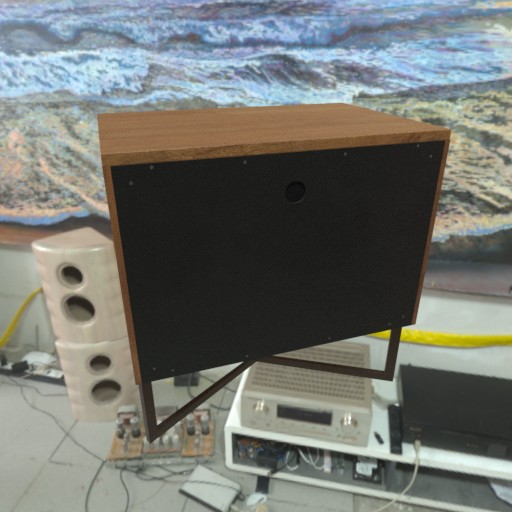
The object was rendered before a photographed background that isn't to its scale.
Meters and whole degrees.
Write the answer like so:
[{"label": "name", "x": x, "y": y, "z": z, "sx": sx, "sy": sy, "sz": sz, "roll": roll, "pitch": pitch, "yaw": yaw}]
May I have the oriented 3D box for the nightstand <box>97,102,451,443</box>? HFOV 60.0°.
[{"label": "nightstand", "x": 0.000, "y": 0.000, "z": 1.037, "sx": 0.613, "sy": 0.615, "sz": 0.427, "roll": -8, "pitch": 27, "yaw": -17}]
